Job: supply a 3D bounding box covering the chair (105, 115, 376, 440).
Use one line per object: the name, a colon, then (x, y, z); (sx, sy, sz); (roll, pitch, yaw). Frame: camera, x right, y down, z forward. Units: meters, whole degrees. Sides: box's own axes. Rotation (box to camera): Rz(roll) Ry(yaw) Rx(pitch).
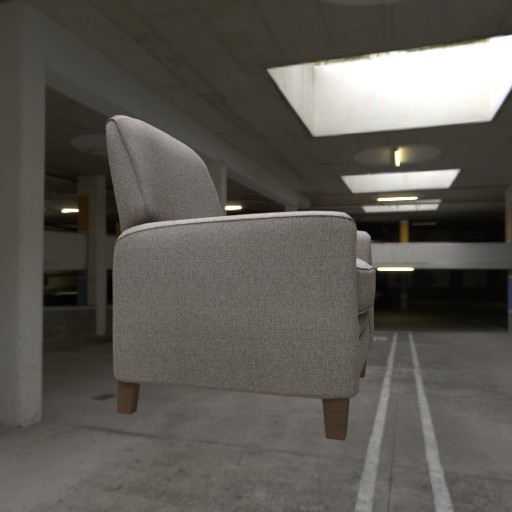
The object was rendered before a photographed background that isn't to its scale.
chair: (0.000, 0.000, 1.670); (0.864, 1.014, 0.848); (0, -1, 18)
